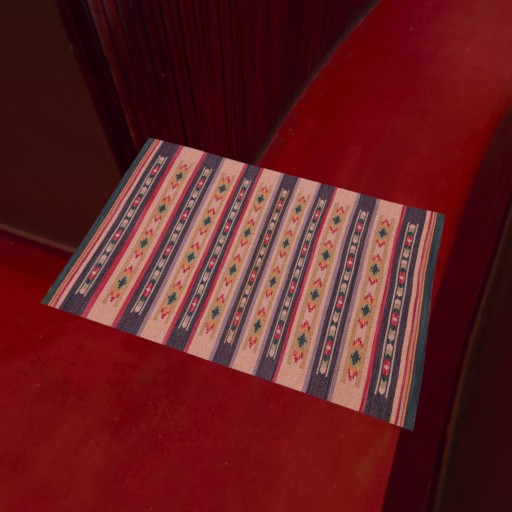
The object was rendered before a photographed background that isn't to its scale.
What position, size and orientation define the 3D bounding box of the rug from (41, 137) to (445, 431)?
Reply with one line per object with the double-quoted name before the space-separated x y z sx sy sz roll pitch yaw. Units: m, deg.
"rug" 0.000 0.000 2.933 2.311 0.010 1.522 16 60 10
